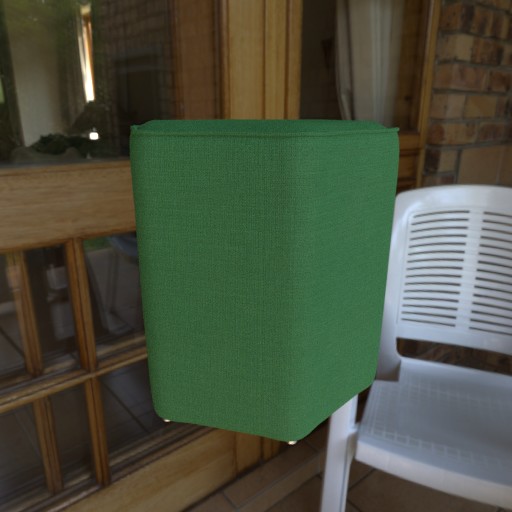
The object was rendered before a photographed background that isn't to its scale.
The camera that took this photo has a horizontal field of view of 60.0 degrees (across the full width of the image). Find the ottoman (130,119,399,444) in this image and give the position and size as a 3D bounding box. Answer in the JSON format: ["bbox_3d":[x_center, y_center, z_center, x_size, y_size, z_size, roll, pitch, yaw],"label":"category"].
[{"bbox_3d":[0.000,0.000,0.867,0.444,0.507,0.499,17,24,42],"label":"ottoman"}]
